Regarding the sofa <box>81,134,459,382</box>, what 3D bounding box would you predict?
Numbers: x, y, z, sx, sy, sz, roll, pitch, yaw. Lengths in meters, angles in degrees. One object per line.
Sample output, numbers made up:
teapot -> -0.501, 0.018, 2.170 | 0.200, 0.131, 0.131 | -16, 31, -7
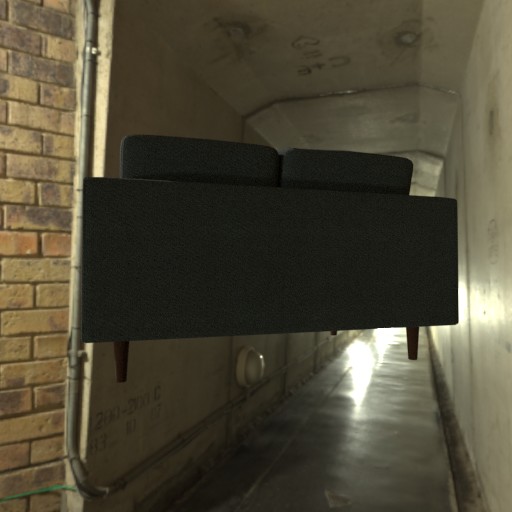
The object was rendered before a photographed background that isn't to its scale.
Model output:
sofa -> 0.000, 0.000, 2.153 | 1.518, 0.930, 0.999 | 0, -2, -18
